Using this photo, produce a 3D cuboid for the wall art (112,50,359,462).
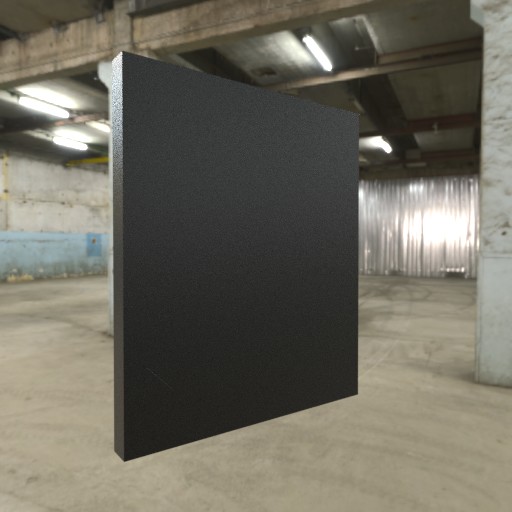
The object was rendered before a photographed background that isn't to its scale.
[{"bbox_3d":[0.000,0.000,0.517,0.325,0.380,0.028,-1,1,-36],"label":"wall art"}]
